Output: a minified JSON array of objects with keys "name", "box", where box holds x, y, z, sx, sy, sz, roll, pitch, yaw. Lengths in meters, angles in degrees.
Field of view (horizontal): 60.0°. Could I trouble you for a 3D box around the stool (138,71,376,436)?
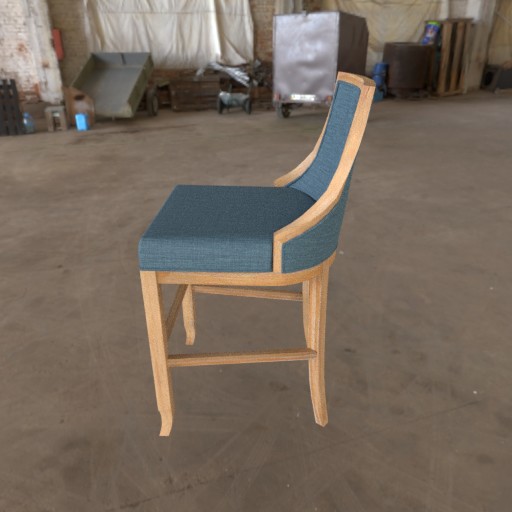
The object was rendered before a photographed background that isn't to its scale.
[{"name":"stool","box":[0.000,0.000,1.463,0.626,1.101,0.524,1,26,2]}]
